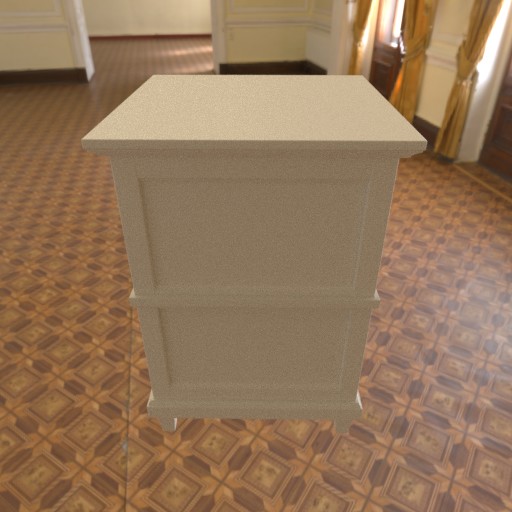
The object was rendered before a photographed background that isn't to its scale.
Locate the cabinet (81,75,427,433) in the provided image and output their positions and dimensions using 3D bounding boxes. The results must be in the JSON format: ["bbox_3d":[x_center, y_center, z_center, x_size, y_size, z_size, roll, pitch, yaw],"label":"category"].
[{"bbox_3d":[0.000,0.000,1.134,0.547,0.775,0.544,0,32,1],"label":"cabinet"}]
